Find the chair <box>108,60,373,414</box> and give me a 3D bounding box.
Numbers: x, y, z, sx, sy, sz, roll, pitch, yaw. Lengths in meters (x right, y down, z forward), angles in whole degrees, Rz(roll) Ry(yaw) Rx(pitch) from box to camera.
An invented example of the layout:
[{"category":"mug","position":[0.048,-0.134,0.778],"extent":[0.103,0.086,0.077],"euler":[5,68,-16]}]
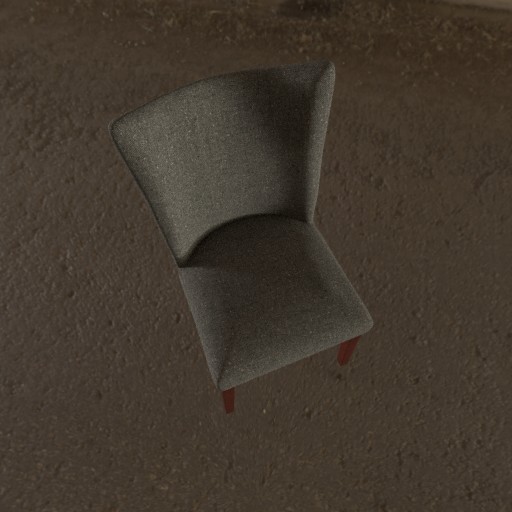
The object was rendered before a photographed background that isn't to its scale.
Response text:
[{"category":"chair","position":[0.000,0.000,1.303],"extent":[0.535,0.924,0.623],"euler":[-20,63,-10]}]
